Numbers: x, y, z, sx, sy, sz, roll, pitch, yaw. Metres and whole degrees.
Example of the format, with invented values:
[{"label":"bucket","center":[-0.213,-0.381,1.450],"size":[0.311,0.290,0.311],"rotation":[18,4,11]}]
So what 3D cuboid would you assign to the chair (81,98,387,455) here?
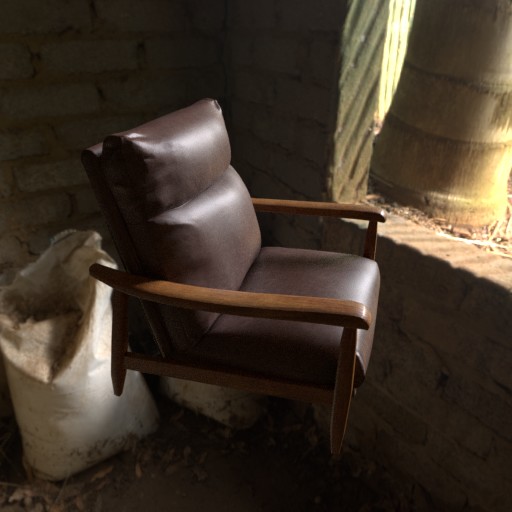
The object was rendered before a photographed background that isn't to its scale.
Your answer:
[{"label":"chair","center":[0.000,0.000,1.493],"size":[0.830,0.897,0.782],"rotation":[9,30,16]}]
